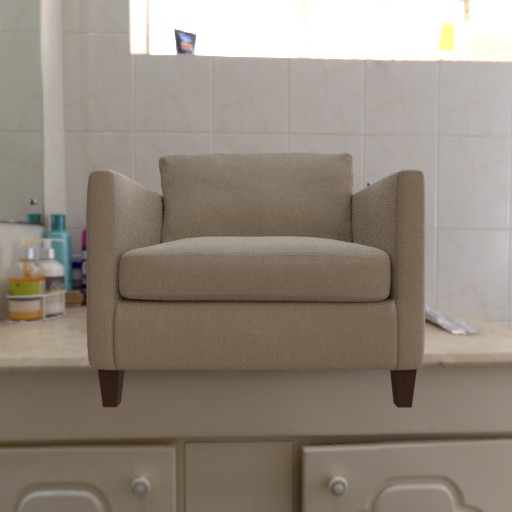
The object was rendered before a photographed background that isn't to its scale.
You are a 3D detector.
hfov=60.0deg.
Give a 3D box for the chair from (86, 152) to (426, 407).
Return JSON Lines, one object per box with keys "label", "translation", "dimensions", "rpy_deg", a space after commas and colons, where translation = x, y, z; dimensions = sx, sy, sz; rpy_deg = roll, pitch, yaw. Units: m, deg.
{"label": "chair", "translation": [0.000, 0.000, 1.842], "dimensions": [1.107, 0.961, 0.959], "rpy_deg": [0, 1, 0]}
